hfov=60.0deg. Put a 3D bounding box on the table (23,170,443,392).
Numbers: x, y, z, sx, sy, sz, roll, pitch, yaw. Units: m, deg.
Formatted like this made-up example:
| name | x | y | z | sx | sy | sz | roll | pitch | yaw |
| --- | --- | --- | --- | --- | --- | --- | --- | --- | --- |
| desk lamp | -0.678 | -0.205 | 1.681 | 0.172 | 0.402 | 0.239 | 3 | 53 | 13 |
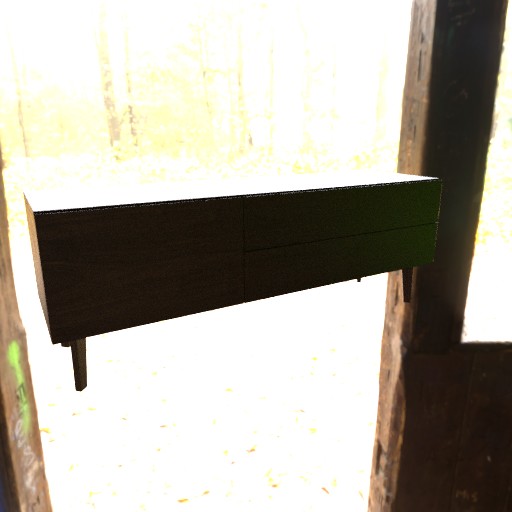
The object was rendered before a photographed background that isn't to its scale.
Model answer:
| name | x | y | z | sx | sy | sz | roll | pitch | yaw |
| --- | --- | --- | --- | --- | --- | --- | --- | --- | --- |
| table | 0.000 | 0.000 | 1.579 | 1.397 | 0.508 | 0.405 | -9 | 18 | -29 |
